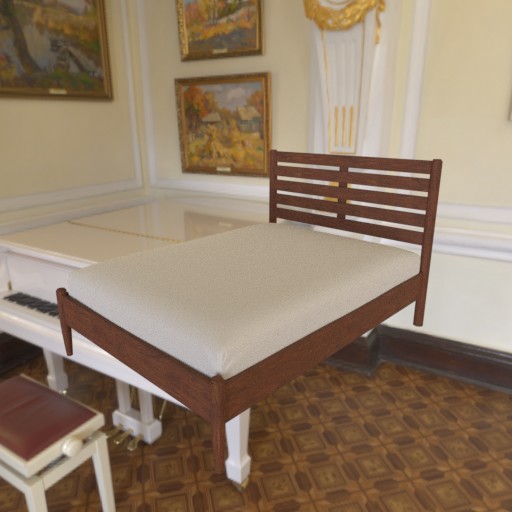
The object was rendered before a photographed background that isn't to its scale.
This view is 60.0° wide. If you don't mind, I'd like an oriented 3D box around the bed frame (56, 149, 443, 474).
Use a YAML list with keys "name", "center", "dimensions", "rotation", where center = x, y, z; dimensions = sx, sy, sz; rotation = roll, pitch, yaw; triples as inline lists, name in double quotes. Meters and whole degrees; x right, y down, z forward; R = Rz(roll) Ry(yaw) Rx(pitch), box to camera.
- name: "bed frame"
  center: [0.000, 0.000, 3.181]
  dimensions: [1.655, 1.321, 2.234]
  rotation: [16, 23, 41]
